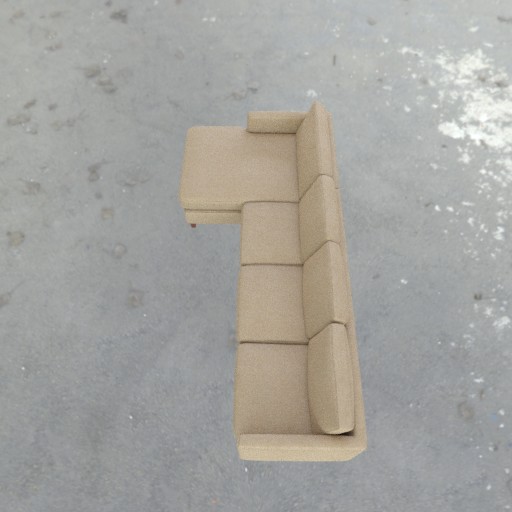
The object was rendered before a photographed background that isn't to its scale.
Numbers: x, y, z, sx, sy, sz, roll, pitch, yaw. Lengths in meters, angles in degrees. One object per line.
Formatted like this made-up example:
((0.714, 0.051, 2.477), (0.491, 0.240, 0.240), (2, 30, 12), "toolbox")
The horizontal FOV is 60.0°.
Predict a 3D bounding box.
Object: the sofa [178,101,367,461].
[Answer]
((0.000, 0.000, 3.862), (1.502, 0.876, 3.201), (1, 58, 0), "sofa")
